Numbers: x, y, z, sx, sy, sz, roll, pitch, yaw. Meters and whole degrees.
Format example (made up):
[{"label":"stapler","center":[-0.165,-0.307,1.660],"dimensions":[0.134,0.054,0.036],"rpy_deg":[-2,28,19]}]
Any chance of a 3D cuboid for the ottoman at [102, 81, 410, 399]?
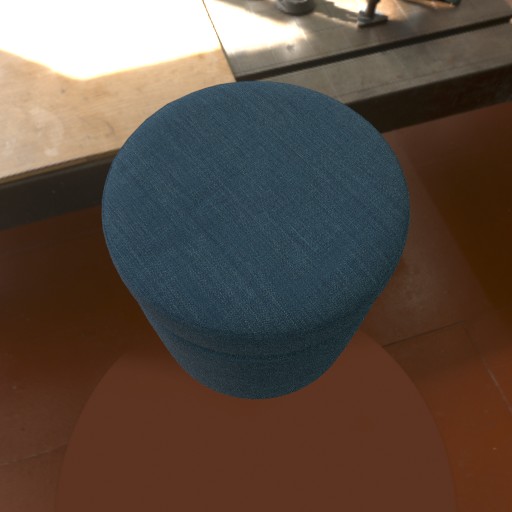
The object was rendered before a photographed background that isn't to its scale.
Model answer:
[{"label":"ottoman","center":[0.000,0.000,0.731],"dimensions":[0.398,0.406,0.398],"rpy_deg":[0,63,0]}]
